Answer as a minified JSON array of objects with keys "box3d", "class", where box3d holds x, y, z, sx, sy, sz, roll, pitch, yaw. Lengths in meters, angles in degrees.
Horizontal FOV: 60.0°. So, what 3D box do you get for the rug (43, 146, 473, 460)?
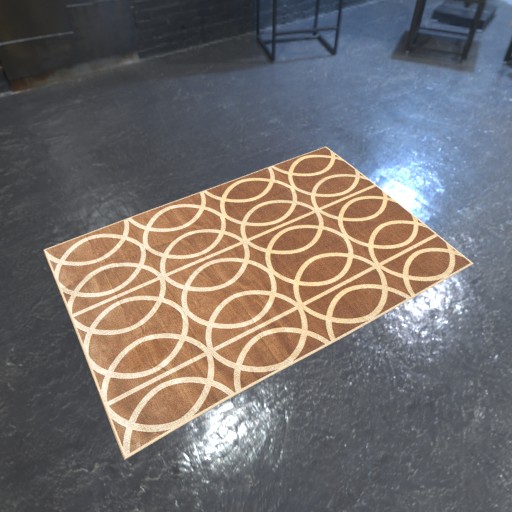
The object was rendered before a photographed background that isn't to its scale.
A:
[{"box3d":[0.000,0.000,2.822,2.294,0.014,1.528,-24,51,-21],"class":"rug"}]
